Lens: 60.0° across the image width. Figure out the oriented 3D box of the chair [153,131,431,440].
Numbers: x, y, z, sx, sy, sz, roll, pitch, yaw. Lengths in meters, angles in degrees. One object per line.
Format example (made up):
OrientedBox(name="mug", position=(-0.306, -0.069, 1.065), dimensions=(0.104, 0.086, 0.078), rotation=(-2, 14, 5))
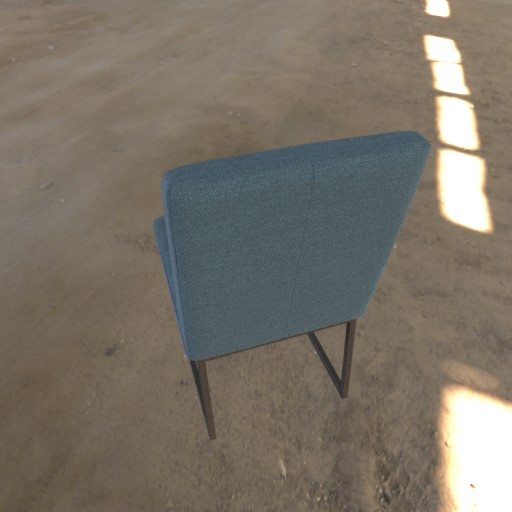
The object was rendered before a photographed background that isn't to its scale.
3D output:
OrientedBox(name="chair", position=(0.000, 0.000, 1.282), dimensions=(0.520, 0.930, 0.634), rotation=(-12, 42, -14))
